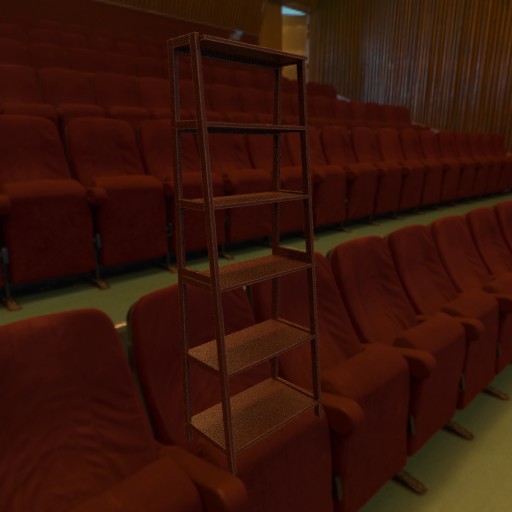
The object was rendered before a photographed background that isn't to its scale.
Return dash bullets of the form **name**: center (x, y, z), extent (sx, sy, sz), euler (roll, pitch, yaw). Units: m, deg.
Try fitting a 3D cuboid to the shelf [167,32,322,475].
- **shelf**: center (0.000, 0.000, 2.157), extent (0.660, 1.892, 0.381), euler (-13, 19, -42)
